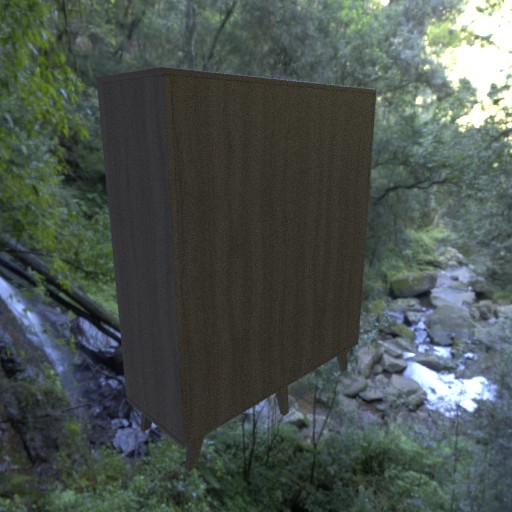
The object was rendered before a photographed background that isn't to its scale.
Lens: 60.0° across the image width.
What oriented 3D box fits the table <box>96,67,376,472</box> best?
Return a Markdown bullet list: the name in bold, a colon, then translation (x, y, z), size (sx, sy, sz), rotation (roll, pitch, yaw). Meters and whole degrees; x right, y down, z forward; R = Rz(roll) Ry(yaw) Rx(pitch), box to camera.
- **table**: translation (0.000, 0.000, 1.914), size (1.111, 1.388, 0.398), rotation (-16, 22, -43)
